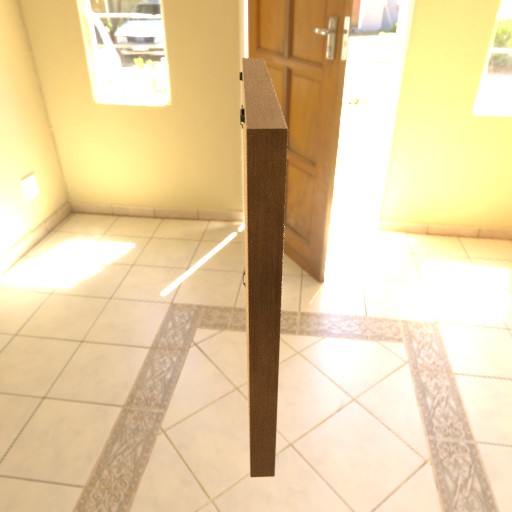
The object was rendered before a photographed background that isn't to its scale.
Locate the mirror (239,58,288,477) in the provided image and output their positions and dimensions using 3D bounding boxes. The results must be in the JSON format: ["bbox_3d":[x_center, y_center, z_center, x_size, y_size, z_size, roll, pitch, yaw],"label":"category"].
[{"bbox_3d":[0.000,0.000,0.685,0.041,0.509,0.406,-1,32,-2],"label":"mirror"}]
